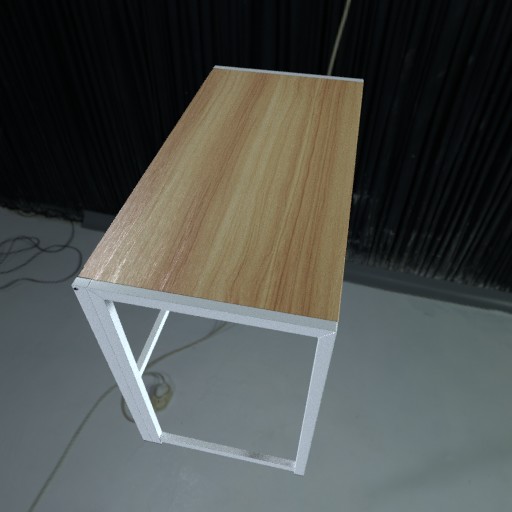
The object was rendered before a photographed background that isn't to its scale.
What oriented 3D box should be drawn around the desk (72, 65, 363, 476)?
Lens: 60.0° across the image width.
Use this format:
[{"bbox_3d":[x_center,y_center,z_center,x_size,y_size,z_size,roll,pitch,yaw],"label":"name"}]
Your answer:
[{"bbox_3d":[0.000,0.000,1.430,0.508,0.762,1.016,9,47,8],"label":"desk"}]
